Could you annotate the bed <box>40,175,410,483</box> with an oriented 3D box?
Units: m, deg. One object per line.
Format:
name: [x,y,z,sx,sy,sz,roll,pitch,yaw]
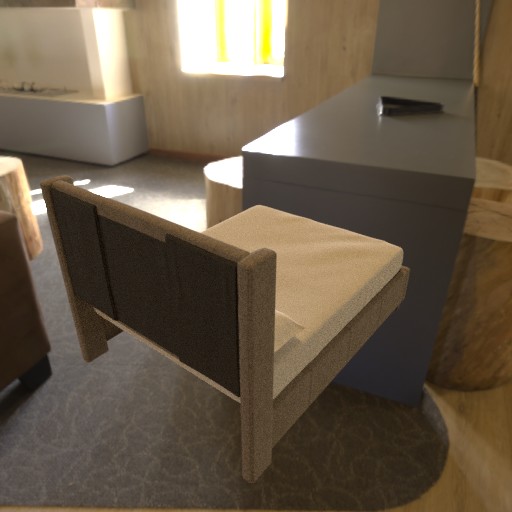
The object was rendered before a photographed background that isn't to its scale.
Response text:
bed: [0.000,0.000,3.436,1.714,1.476,2.245,21,35,33]
